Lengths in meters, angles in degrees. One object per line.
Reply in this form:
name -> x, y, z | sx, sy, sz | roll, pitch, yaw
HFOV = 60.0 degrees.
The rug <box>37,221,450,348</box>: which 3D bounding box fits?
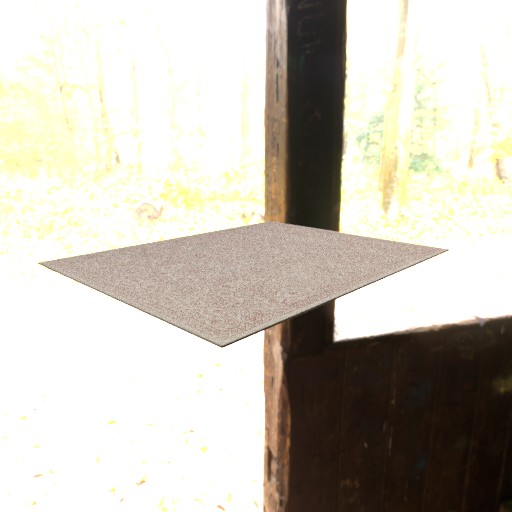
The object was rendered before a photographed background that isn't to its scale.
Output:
rug -> 0.000, 0.000, 4.161 | 2.441, 0.015, 3.050 | 13, 19, 42
